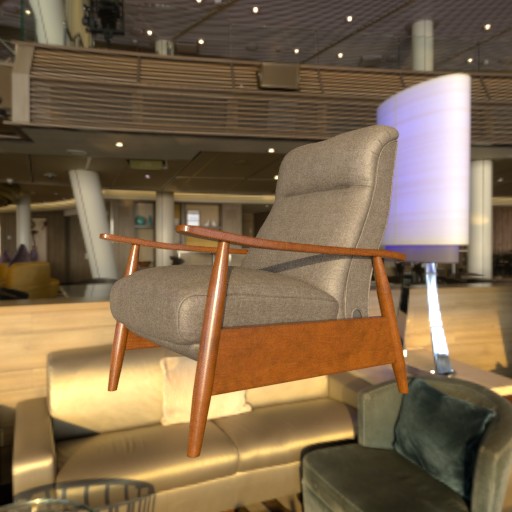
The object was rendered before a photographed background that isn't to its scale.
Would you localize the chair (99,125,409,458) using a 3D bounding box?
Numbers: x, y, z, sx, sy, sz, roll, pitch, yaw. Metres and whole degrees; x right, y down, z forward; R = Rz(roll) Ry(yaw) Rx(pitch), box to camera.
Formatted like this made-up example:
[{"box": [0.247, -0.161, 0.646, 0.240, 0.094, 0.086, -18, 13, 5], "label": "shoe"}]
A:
[{"box": [0.000, 0.000, 1.765, 1.014, 1.081, 0.762, 0, 1, -36], "label": "chair"}]
